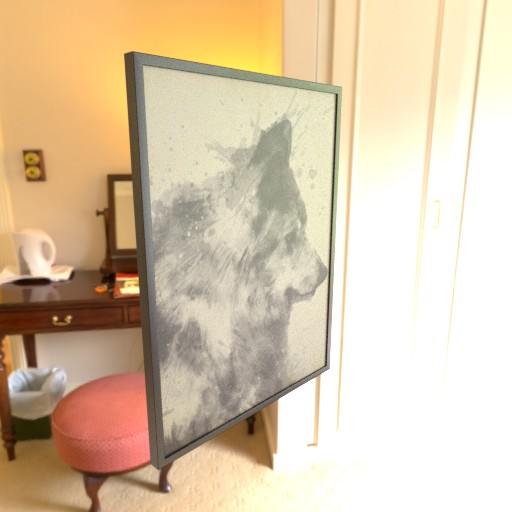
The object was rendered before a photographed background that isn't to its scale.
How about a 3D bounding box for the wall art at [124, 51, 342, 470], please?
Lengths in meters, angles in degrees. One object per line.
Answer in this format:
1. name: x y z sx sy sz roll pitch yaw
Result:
1. wall art: 0.000 0.000 1.379 0.039 1.061 0.804 13 19 43
